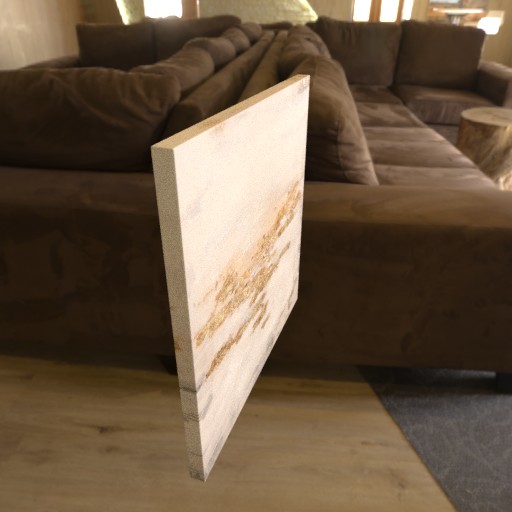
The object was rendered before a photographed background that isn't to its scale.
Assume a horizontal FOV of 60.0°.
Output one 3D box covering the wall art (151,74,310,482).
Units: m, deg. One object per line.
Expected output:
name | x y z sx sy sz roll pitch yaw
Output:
wall art | 0.000 0.000 1.112 0.038 0.755 0.753 11 32 18
